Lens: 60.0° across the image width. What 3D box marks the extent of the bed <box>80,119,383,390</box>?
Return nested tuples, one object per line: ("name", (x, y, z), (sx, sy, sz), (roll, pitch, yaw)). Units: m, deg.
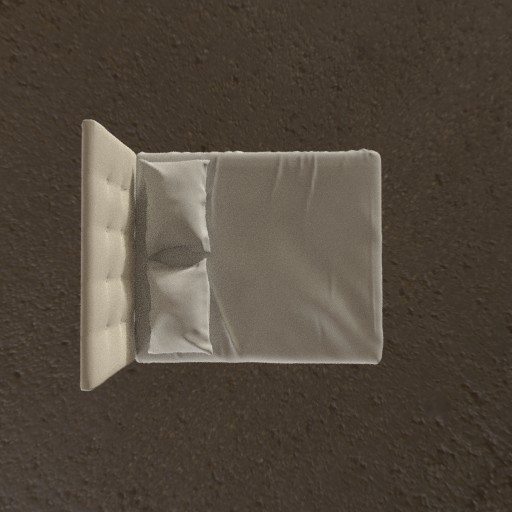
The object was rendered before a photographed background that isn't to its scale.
("bed", (0.000, 0.000, 3.392), (2.222, 1.577, 1.936), (0, 89, 2))
